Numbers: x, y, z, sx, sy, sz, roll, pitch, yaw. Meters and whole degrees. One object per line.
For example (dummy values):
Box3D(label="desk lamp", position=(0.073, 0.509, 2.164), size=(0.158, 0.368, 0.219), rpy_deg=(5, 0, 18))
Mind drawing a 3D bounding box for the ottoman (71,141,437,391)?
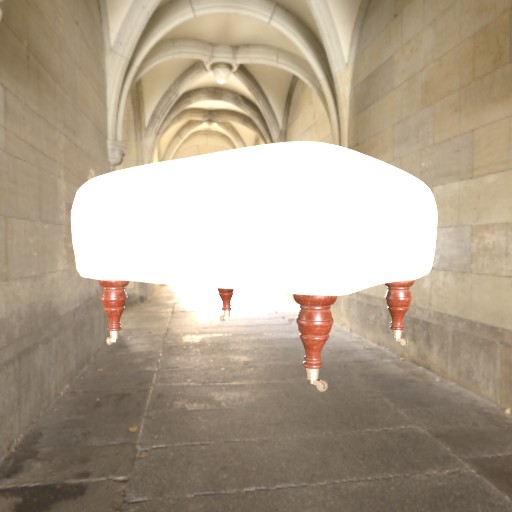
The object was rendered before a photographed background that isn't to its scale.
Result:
Box3D(label="ottoman", position=(0.000, 0.000, 1.102), size=(0.747, 0.450, 0.622), rpy_deg=(1, 2, 37))
